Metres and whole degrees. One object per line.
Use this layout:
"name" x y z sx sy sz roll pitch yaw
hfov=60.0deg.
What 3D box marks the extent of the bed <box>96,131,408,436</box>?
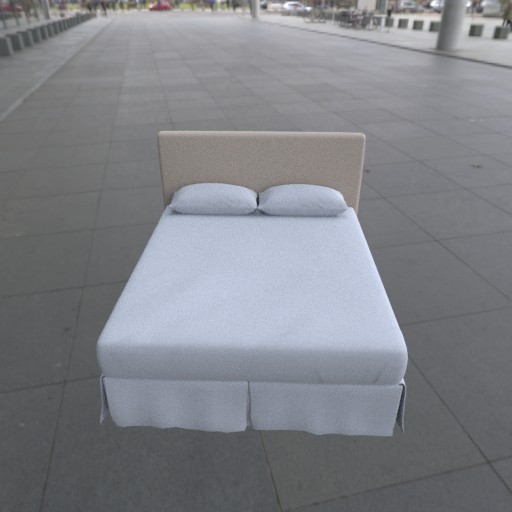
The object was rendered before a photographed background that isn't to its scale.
"bed" 0.000 0.000 3.305 1.884 1.330 2.142 1 30 2
